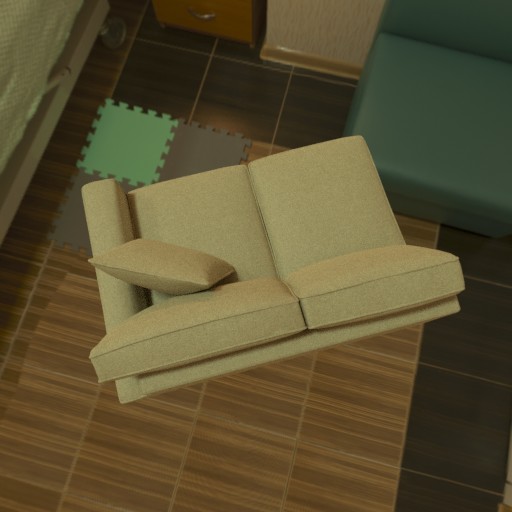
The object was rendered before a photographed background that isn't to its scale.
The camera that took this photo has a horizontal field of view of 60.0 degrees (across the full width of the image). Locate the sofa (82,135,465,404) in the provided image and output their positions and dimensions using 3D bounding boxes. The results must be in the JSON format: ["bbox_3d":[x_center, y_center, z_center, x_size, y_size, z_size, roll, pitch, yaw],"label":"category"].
[{"bbox_3d":[0.000,0.000,2.060,1.388,0.989,0.991,-14,75,-4],"label":"sofa"}]
